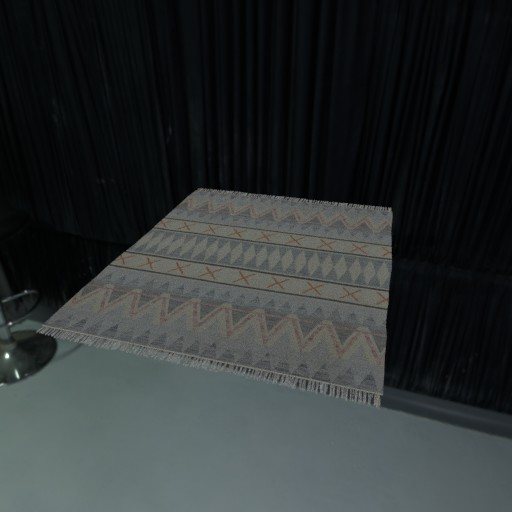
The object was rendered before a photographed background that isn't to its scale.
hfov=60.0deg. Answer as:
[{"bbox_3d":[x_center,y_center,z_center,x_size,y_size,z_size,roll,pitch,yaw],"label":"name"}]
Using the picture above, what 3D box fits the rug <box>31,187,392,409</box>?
[{"bbox_3d":[0.000,0.000,4.016,2.371,0.012,3.000,8,30,14],"label":"rug"}]
